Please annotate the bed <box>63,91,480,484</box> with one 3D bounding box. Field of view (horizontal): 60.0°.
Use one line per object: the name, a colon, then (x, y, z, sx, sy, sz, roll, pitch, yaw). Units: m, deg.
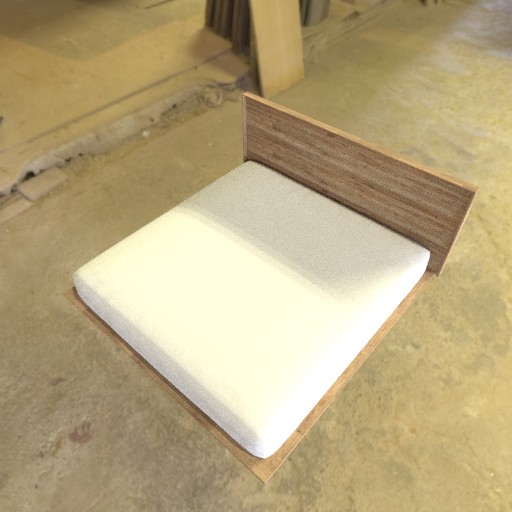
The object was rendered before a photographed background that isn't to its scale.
bed: (0.000, 0.000, 3.301, 2.116, 1.100, 2.167, 32, 54, 27)
